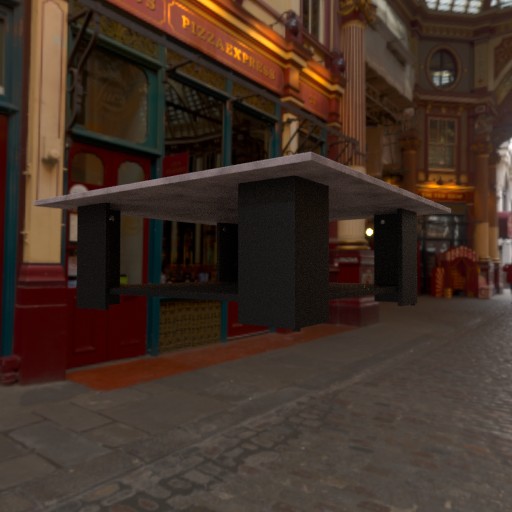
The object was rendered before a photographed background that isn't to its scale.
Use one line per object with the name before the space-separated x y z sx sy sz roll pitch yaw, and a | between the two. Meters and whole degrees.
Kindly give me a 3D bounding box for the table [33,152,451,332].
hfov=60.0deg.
table | 0.000 0.000 1.325 0.890 0.305 0.890 -1 -2 37
